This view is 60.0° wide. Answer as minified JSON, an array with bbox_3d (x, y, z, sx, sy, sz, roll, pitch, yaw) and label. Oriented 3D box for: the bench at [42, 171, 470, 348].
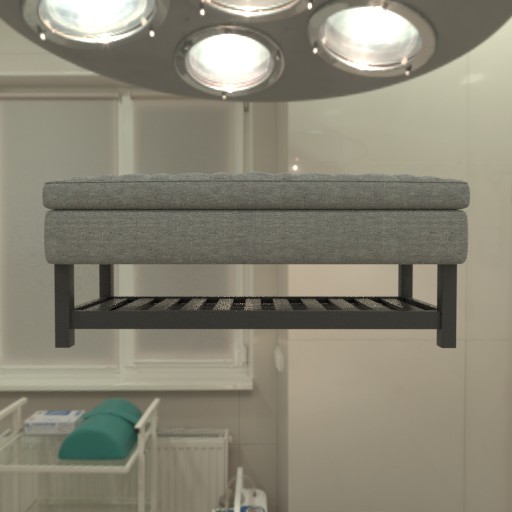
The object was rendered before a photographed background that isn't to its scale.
[{"bbox_3d":[0.000,0.000,1.321,1.100,0.470,0.429,0,1,0],"label":"bench"}]
